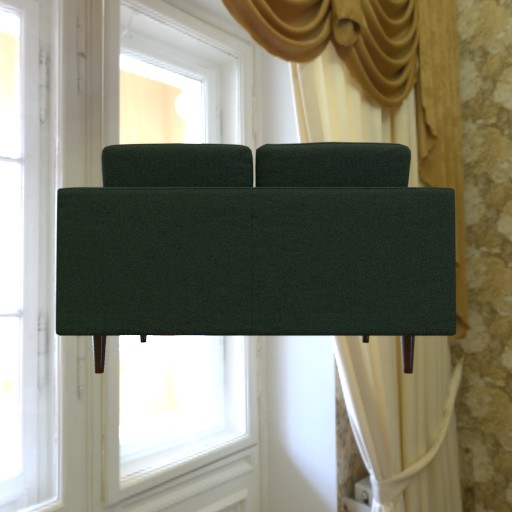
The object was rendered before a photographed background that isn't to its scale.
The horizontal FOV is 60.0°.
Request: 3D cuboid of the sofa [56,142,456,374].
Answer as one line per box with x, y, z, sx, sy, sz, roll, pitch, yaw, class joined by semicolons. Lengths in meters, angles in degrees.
0.000;0.000;2.019;1.430;0.899;0.879;0;-1;0;sofa
